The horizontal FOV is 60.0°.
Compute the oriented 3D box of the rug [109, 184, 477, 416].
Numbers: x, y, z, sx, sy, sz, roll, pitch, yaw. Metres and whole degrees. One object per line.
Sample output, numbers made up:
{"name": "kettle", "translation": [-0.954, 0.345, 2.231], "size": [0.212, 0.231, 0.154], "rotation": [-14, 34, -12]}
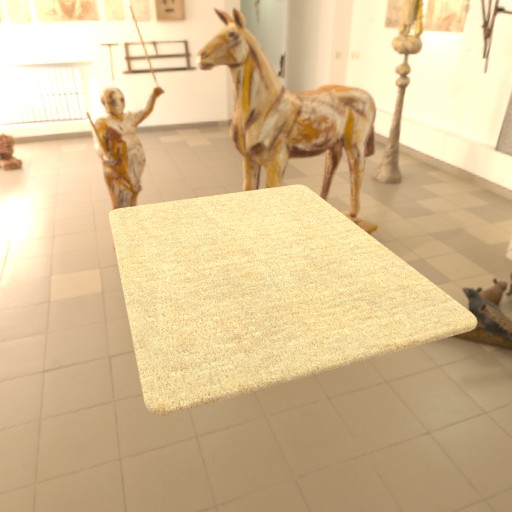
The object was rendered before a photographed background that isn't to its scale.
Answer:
{"name": "rug", "translation": [0.000, 0.000, 3.401], "size": [2.009, 0.048, 2.528], "rotation": [-10, 31, -17]}
